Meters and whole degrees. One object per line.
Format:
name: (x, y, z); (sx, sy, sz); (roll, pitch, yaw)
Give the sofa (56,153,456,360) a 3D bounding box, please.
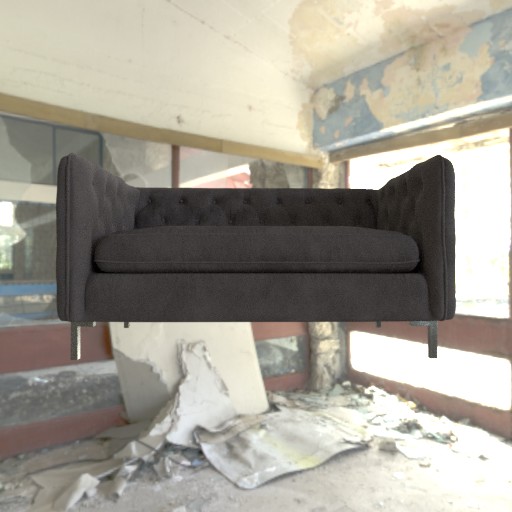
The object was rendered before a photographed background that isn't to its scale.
sofa: (0.000, 0.000, 2.135); (1.583, 0.810, 0.909); (0, 0, -1)
